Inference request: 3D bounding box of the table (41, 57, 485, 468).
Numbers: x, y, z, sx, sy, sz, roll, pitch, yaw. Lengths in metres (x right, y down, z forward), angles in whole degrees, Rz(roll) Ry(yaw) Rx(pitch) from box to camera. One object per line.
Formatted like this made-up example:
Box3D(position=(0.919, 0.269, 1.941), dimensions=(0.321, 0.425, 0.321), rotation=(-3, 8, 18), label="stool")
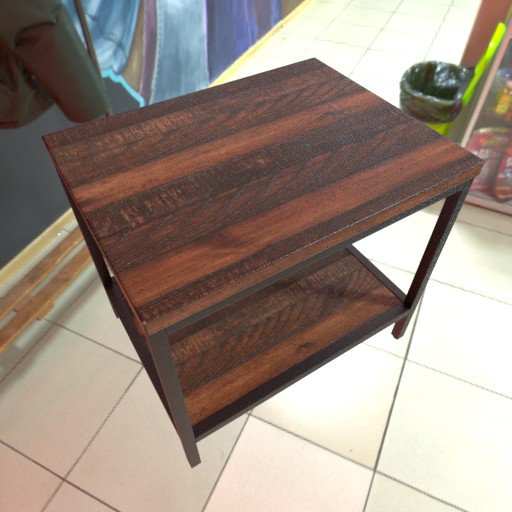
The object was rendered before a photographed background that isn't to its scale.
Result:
Box3D(position=(0.000, 0.000, 1.075), dimensions=(0.678, 0.612, 0.524), rotation=(-25, 52, -21), label="table")
